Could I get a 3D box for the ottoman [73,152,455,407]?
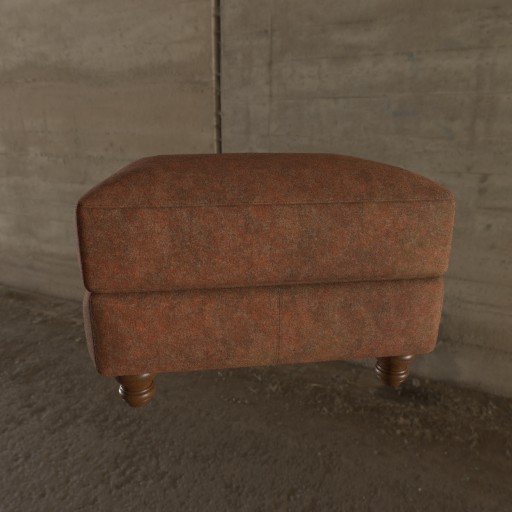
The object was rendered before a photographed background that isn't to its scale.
[{"bbox_3d":[0.000,0.000,1.141,0.787,0.508,0.635,-2,17,-7],"label":"ottoman"}]
